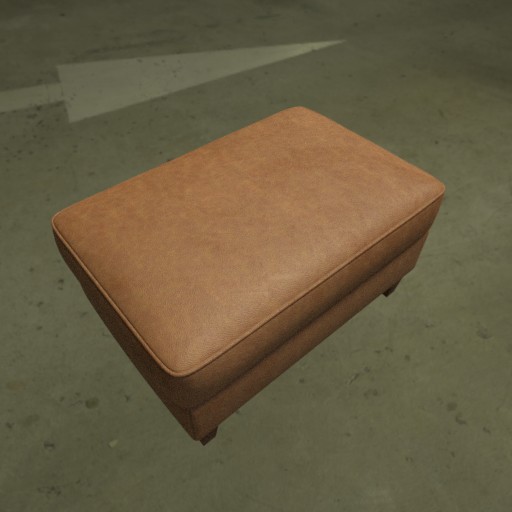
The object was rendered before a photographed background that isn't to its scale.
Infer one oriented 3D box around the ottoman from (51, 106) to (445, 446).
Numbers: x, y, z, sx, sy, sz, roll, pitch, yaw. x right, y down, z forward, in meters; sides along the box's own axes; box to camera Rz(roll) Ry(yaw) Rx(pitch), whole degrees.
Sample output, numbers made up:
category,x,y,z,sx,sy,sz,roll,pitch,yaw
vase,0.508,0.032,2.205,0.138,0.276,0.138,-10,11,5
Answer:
category,x,y,z,sx,sy,sz,roll,pitch,yaw
ottoman,0.000,0.000,1.228,0.864,0.483,0.584,-32,55,-26
